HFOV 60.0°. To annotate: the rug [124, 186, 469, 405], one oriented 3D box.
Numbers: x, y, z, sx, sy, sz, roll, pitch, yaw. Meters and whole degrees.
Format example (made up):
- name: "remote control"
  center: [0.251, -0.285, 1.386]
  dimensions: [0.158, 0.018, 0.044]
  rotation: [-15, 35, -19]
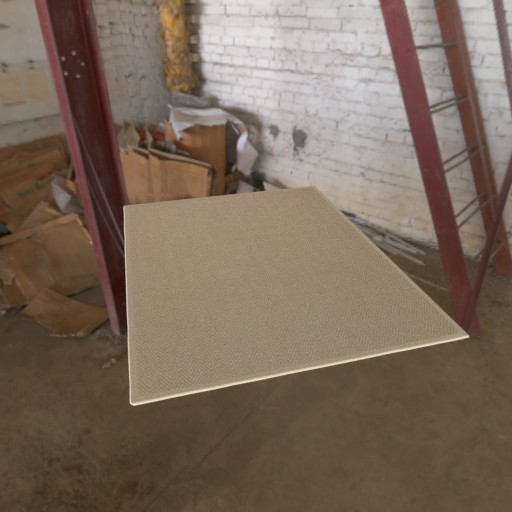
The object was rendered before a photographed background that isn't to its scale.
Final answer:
- name: "rug"
  center: [0.000, 0.000, 4.222]
  dimensions: [2.407, 0.020, 3.051]
  rotation: [-8, 31, -13]
